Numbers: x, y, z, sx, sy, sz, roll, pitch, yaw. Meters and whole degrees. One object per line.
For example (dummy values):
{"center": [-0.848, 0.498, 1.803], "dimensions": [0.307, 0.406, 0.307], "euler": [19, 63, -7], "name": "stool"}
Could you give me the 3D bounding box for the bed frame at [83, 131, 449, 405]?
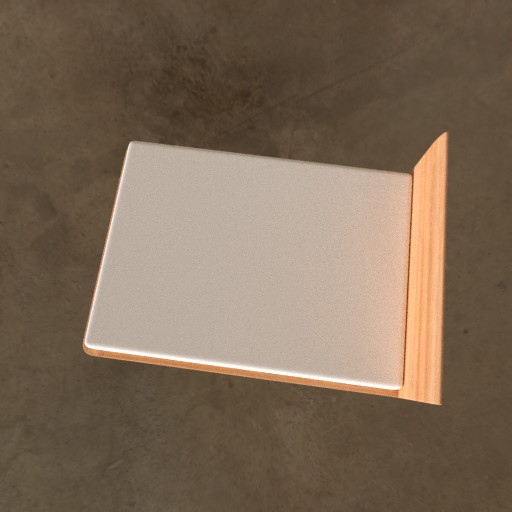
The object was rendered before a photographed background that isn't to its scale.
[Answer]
{"center": [0.000, 0.000, 2.791], "dimensions": [1.992, 0.940, 1.472], "euler": [7, 75, 2], "name": "bed frame"}
